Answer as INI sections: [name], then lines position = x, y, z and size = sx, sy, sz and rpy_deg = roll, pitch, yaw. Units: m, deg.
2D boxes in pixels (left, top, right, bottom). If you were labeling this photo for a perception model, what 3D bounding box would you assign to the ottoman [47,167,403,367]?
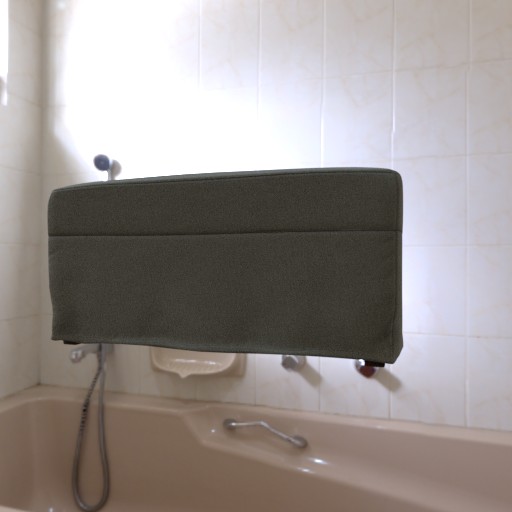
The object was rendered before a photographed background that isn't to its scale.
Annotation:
[ottoman]
position = 0.000, 0.000, 1.342
size = 0.843, 0.441, 0.842
rpy_deg = 0, 0, 18
